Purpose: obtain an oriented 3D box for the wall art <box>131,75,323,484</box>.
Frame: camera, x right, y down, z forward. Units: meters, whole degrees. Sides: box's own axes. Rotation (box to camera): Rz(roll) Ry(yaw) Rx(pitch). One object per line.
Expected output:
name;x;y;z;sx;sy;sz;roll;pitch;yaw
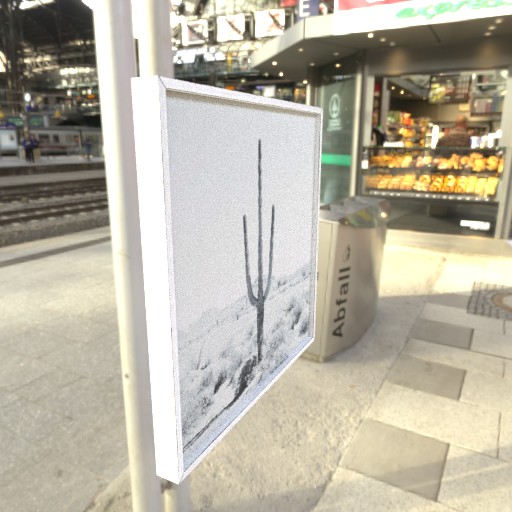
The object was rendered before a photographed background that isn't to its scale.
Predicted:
wall art;0.000;0.000;0.752;0.038;0.508;0.508;7;16;27
